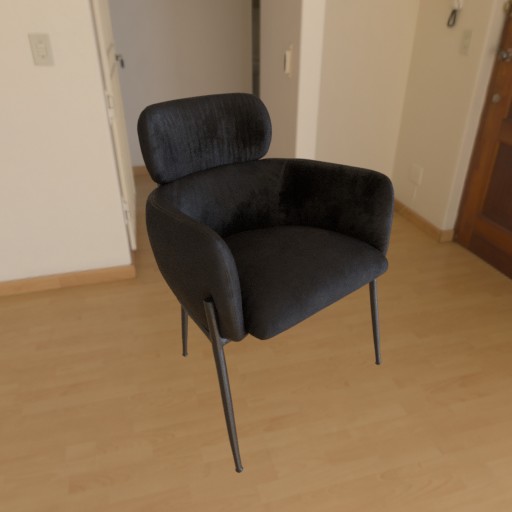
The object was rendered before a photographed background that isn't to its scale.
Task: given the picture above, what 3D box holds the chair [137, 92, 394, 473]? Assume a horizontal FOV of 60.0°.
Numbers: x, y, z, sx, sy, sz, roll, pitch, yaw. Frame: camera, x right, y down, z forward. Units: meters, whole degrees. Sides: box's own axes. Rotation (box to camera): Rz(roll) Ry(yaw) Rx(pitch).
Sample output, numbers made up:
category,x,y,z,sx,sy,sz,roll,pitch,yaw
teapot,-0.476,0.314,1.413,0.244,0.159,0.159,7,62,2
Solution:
category,x,y,z,sx,sy,sz,roll,pitch,yaw
chair,0.000,0.000,1.299,0.640,0.818,0.604,-23,37,-35
